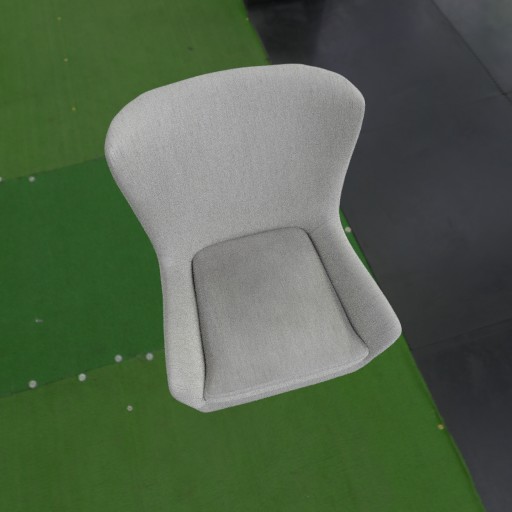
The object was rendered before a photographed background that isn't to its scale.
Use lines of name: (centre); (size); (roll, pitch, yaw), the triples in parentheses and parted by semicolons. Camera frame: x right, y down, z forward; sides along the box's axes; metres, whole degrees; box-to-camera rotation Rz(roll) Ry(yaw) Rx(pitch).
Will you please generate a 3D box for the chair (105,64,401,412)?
chair: (0.000, 0.000, 1.636); (0.779, 1.000, 0.904); (-13, 64, -7)
